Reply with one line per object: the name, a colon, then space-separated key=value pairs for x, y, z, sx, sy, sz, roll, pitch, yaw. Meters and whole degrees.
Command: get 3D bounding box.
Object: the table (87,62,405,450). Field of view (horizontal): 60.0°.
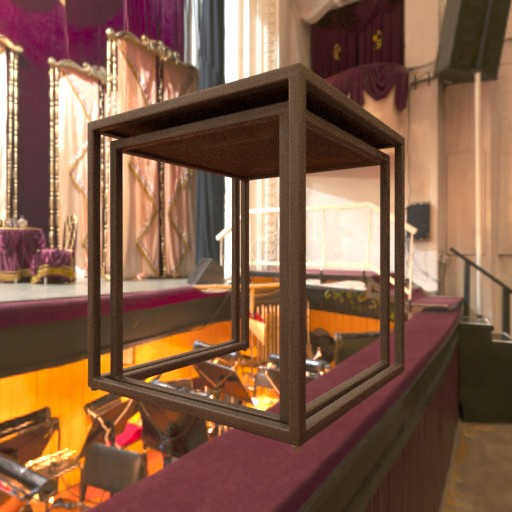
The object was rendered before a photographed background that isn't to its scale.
table: x=0.000 y=0.000 z=0.876 sx=0.450 sy=0.500 sz=0.449 roll=0 pitch=0 yaw=35
